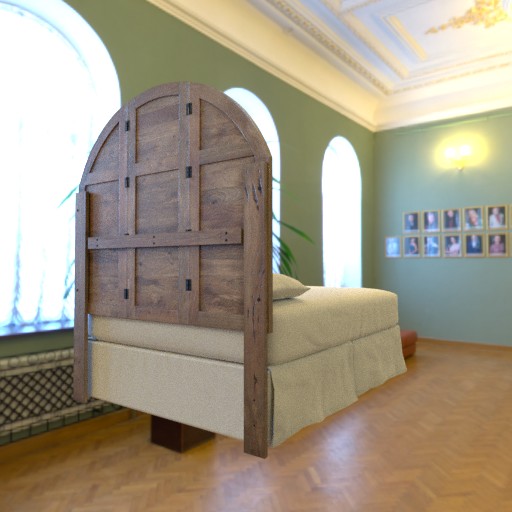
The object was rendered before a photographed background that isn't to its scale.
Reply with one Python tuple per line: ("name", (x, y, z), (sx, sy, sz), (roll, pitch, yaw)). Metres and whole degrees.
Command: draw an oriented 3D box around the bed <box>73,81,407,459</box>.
("bed", (0.000, 0.000, 3.469), (1.713, 2.002, 2.112), (-1, -2, 36))
